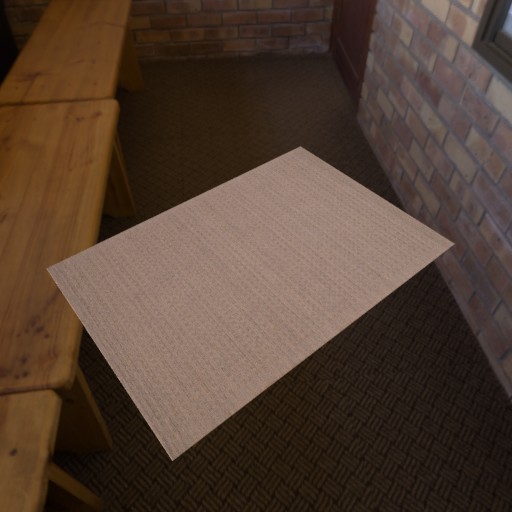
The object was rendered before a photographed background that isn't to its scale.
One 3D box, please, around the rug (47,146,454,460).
[{"bbox_3d":[0.000,0.000,3.803,2.895,0.006,1.981,-31,54,-26],"label":"rug"}]
